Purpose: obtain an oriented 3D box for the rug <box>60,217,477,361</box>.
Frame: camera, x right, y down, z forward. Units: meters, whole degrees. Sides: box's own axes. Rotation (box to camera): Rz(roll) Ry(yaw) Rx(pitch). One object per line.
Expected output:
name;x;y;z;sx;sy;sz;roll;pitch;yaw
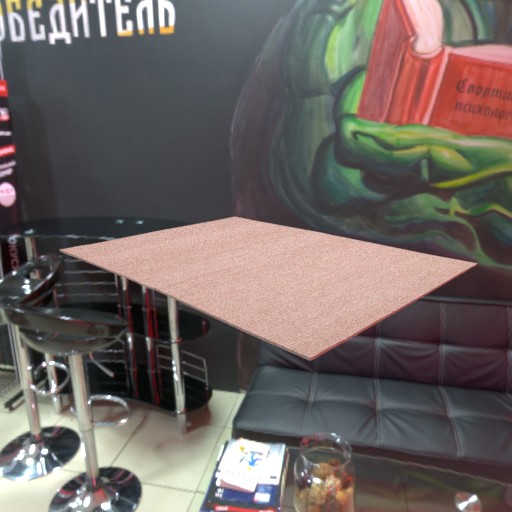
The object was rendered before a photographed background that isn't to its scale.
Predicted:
rug;0.000;0.000;4.226;3.202;0.045;2.434;15;22;42
